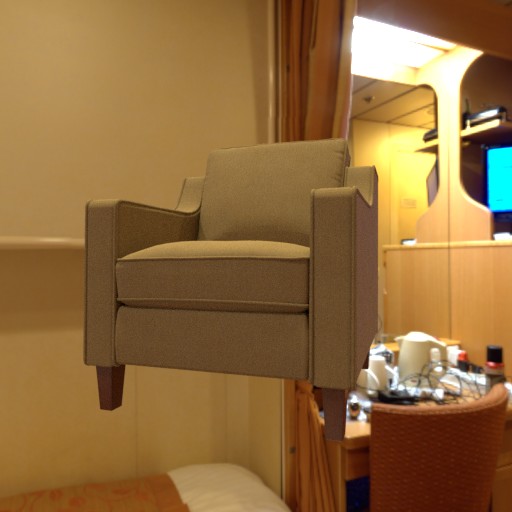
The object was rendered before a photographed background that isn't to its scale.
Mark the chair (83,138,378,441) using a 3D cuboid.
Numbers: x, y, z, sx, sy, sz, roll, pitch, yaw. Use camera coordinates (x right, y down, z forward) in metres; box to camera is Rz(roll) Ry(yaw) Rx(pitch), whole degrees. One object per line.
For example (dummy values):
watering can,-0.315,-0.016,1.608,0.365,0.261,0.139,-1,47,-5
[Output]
chair,0.000,0.000,1.649,0.831,0.960,0.909,0,0,19
